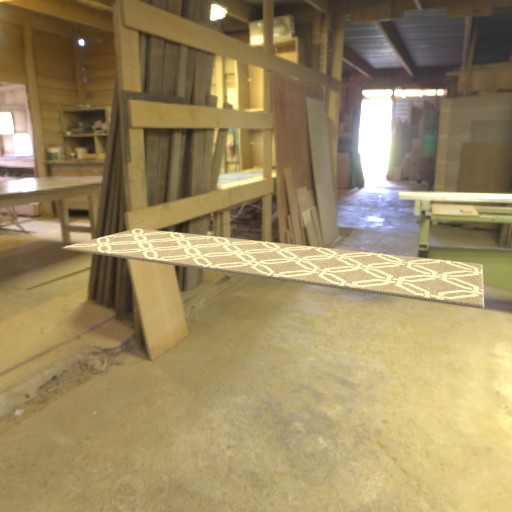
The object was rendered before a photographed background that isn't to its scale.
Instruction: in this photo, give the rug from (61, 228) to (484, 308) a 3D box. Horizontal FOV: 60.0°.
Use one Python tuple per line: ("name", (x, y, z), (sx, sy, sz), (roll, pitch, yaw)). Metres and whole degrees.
("rug", (0.000, 0.000, 2.477), (2.276, 0.014, 0.678), (7, 16, 25))
